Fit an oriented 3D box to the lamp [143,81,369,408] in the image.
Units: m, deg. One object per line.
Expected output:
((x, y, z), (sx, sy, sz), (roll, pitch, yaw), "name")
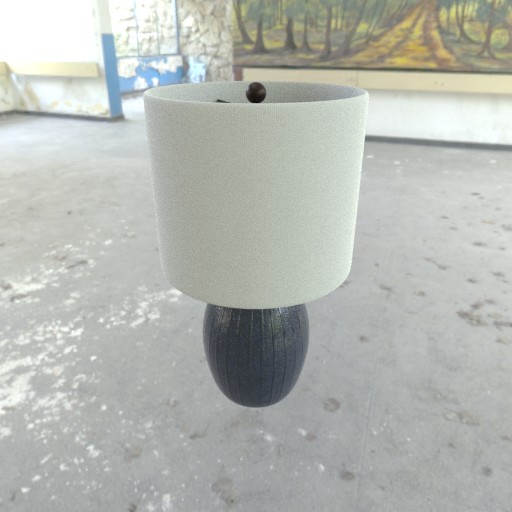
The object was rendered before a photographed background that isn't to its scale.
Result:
((0.000, 0.000, 0.778), (0.329, 0.570, 0.329), (9, 27, 17), "lamp")
